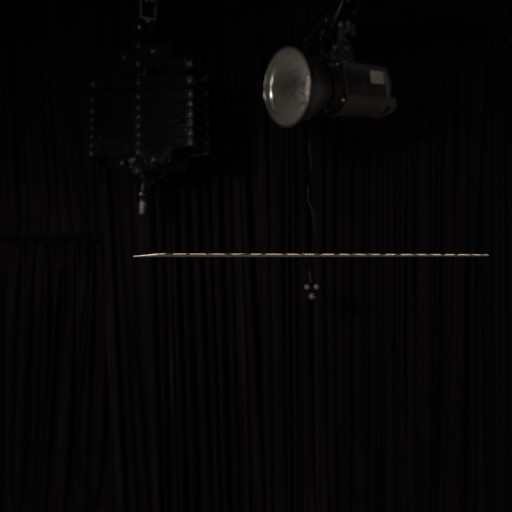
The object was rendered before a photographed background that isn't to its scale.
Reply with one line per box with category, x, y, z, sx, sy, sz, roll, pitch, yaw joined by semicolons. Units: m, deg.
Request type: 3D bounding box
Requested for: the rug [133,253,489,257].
rug;0.000;0.000;2.992;1.523;0.008;2.438;0;0;-17
